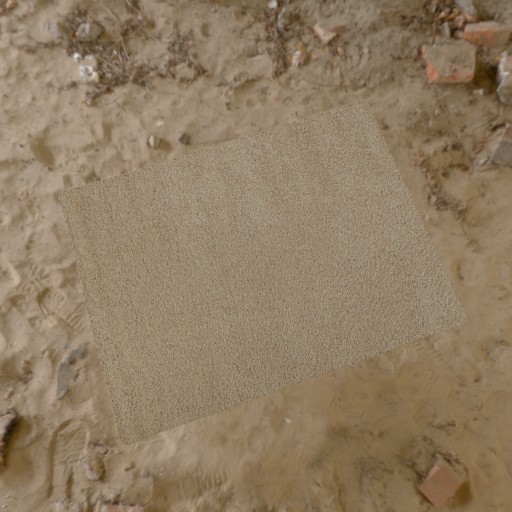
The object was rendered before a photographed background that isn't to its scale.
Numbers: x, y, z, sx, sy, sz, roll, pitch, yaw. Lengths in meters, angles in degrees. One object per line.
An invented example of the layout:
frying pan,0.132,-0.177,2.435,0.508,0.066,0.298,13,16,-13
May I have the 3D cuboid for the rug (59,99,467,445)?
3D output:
rug,0.000,0.000,2.058,1.600,0.025,1.199,-18,76,-5
